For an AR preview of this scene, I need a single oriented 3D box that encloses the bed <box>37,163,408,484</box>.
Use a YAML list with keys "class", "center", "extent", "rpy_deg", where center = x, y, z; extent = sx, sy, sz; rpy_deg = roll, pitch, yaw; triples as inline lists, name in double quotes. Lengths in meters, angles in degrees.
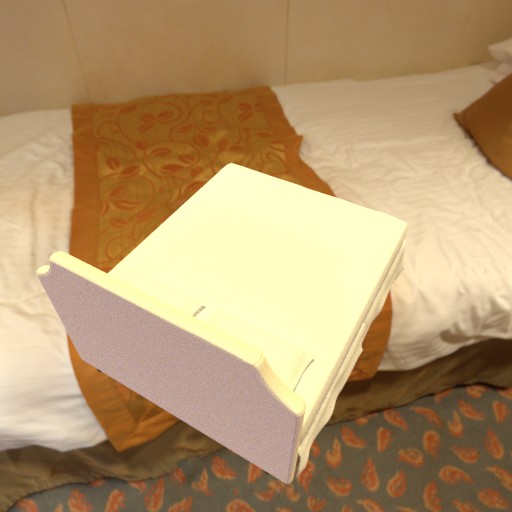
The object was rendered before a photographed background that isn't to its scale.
- class: "bed"
  center: [0.000, 0.000, 4.087]
  extent: [2.350, 1.590, 2.773]
  rpy_deg: [23, 50, 21]
